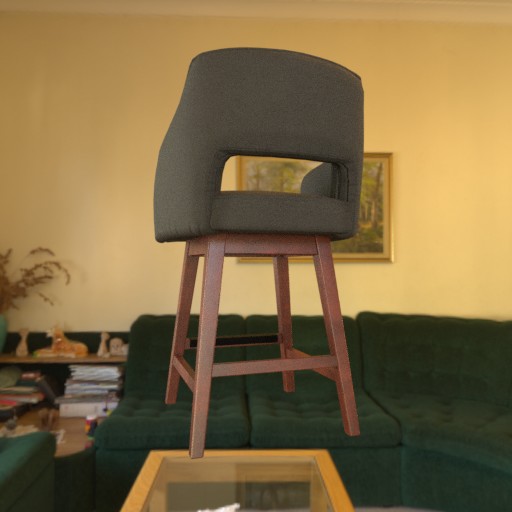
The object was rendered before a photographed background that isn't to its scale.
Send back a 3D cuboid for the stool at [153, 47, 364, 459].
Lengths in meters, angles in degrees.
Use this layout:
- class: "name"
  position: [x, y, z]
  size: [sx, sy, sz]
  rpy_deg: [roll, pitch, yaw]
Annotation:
- class: "stool"
  position: [0.000, 0.000, 1.235]
  size: [0.548, 0.912, 0.558]
  rpy_deg: [0, -1, -19]
